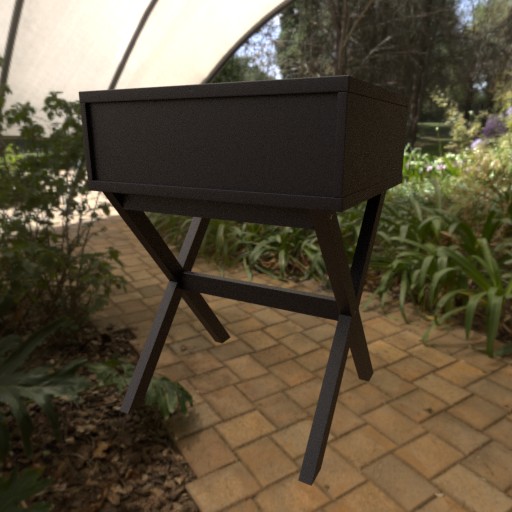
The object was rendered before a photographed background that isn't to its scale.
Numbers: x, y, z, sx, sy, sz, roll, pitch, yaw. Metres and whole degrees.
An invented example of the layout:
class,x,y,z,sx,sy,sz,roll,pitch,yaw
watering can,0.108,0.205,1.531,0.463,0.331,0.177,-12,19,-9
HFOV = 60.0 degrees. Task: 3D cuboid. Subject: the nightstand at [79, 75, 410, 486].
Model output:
class,x,y,z,sx,sy,sz,roll,pitch,yaw
nightstand,0.000,0.000,0.907,0.479,0.623,0.402,8,18,27
